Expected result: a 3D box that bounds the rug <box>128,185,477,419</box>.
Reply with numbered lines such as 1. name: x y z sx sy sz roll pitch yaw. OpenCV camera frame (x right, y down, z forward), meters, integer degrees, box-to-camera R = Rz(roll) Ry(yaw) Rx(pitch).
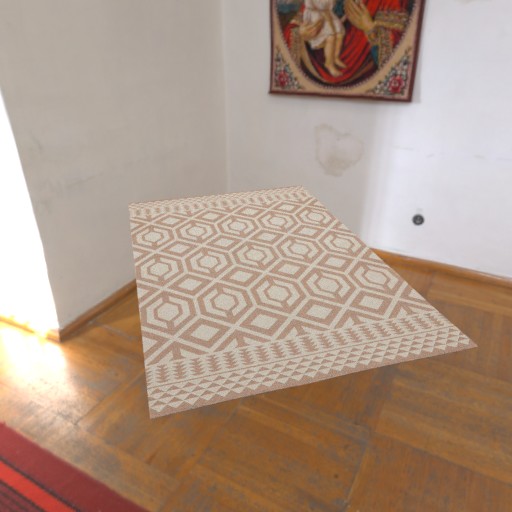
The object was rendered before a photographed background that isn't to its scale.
1. rug: 0.000 0.000 2.299 1.219 0.008 1.829 -8 30 -14
